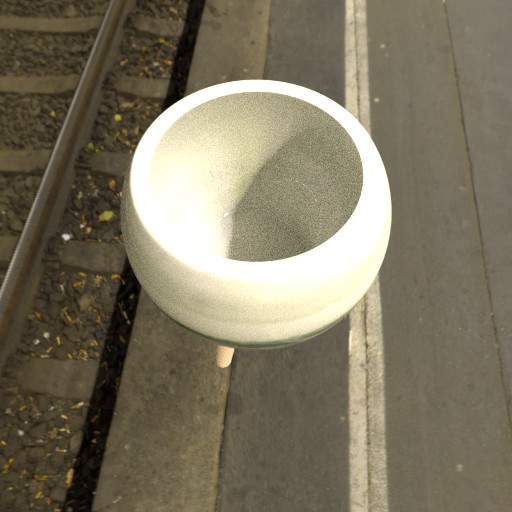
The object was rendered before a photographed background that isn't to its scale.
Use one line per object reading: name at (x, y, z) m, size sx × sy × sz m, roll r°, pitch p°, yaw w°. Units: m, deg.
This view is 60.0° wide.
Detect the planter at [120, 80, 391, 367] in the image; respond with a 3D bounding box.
planter at (0.000, 0.000, 0.442) m, size 0.222 × 0.278 × 0.222 m, roll 0°, pitch 62°, yaw 0°
